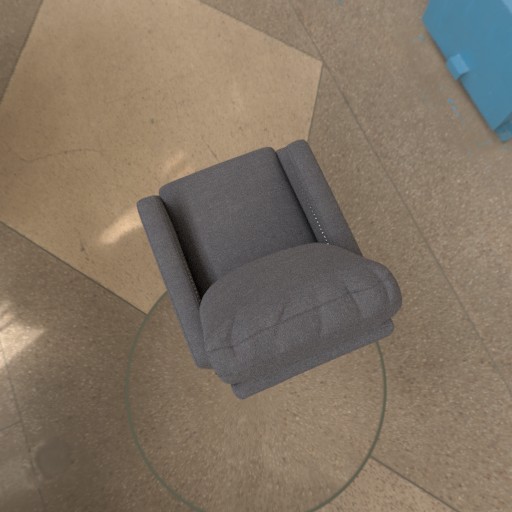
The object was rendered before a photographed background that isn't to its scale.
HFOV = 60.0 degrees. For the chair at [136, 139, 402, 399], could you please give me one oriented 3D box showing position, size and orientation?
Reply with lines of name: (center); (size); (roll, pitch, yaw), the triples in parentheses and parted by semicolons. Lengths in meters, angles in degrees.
chair: (0.000, 0.000, 1.717); (0.710, 1.049, 0.922); (-22, 76, -6)
